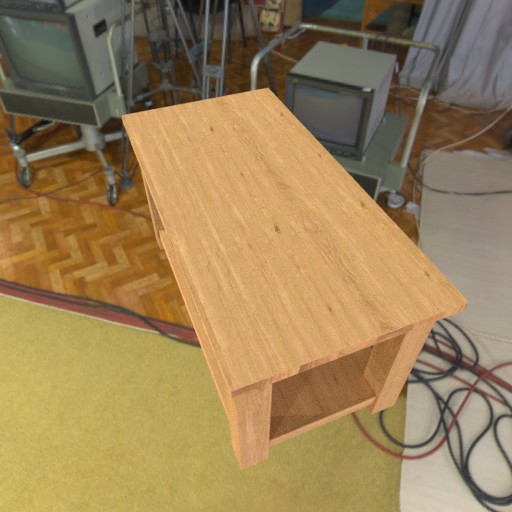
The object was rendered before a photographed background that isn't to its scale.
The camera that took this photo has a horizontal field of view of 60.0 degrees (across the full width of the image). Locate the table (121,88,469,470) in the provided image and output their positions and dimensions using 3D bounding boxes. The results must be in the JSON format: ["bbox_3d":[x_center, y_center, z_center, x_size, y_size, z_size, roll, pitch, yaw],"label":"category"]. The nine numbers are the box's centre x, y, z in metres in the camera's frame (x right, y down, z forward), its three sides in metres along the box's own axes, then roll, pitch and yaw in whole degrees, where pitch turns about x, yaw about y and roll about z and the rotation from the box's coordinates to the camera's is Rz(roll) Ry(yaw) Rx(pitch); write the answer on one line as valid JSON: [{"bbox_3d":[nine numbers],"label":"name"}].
[{"bbox_3d":[0.000,0.000,1.178,0.450,0.452,0.899,-16,48,-15],"label":"table"}]
